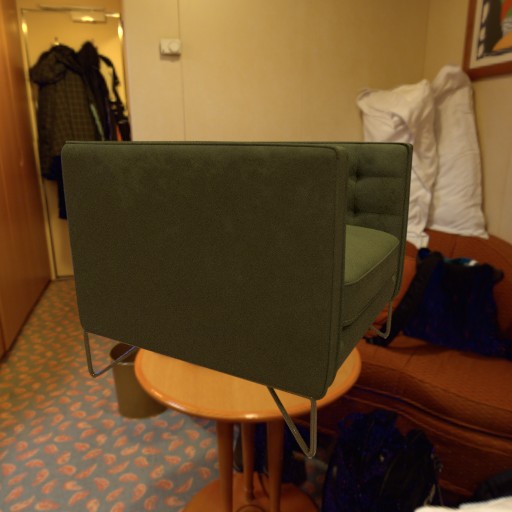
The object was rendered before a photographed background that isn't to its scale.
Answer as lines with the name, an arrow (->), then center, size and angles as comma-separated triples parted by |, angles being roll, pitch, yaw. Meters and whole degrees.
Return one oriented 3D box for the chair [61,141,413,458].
chair -> 0.000, 0.000, 1.571 | 0.894, 0.790, 0.880 | 8, 17, 28
